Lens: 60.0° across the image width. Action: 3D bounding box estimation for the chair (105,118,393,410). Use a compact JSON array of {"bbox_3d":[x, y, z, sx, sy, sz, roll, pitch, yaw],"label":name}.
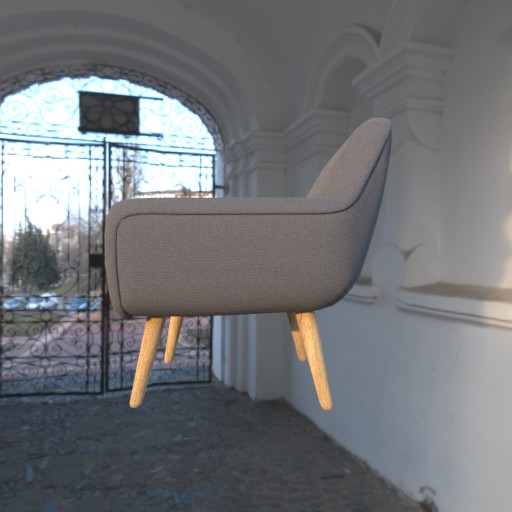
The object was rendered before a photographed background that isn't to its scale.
[{"bbox_3d":[0.000,0.000,1.418,0.779,0.800,0.770,0,0,-1],"label":"chair"}]
